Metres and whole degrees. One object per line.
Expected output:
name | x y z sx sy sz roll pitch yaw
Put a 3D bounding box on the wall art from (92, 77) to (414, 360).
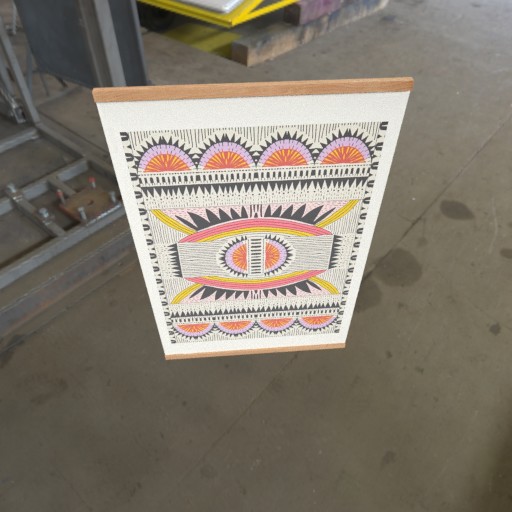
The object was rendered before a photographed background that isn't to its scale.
wall art | 0.000 0.000 1.929 0.999 1.533 0.028 -3 46 -3
